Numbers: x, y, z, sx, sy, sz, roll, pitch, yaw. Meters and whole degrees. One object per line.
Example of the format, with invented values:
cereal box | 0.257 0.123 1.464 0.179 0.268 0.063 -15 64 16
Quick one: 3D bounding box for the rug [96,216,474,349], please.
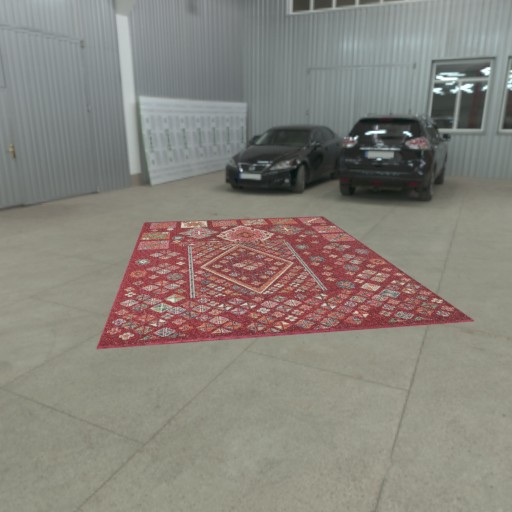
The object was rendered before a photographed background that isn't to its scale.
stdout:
rug | 0.000 0.000 2.839 1.579 0.007 2.184 -3 17 -9
